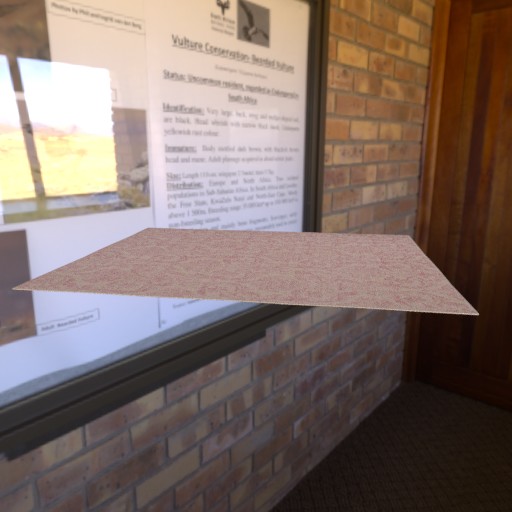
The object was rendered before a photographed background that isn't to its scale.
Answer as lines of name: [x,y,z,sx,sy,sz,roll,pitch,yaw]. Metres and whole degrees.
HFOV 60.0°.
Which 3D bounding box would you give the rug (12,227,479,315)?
rug: [0.000,0.000,3.913,2.980,0.012,2.363,2,14,9]
